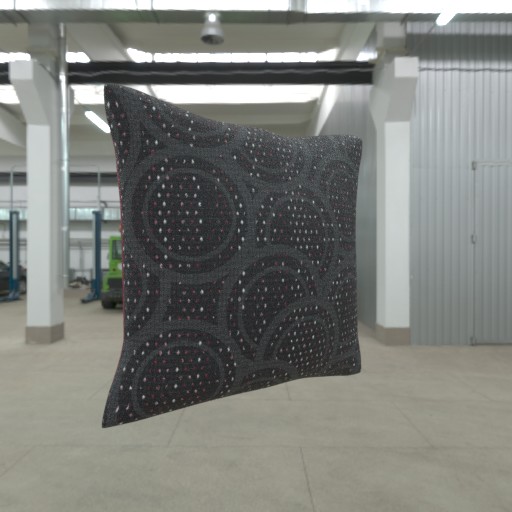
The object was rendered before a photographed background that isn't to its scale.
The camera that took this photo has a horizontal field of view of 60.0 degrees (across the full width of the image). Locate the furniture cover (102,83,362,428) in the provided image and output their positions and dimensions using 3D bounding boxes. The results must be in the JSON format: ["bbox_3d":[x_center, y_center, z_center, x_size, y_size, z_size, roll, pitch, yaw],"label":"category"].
[{"bbox_3d":[0.000,0.000,0.805,0.552,0.509,0.193,0,1,-35],"label":"furniture cover"}]
